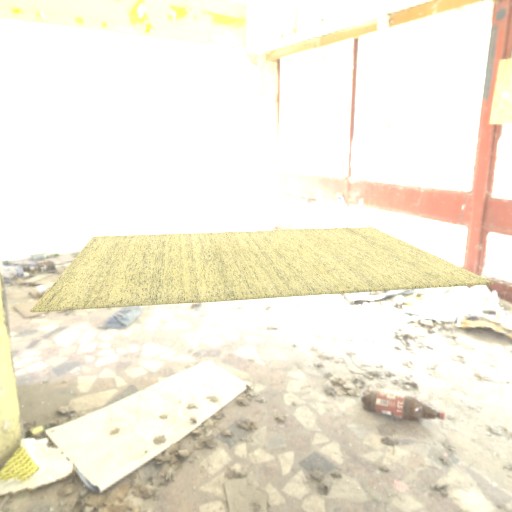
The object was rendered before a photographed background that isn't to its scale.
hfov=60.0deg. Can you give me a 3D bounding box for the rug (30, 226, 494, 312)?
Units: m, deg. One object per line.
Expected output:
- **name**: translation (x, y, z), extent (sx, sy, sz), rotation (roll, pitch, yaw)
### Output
- **rug**: translation (0.000, 0.000, 2.838), extent (2.263, 0.017, 1.523), rotation (-3, 15, -9)
